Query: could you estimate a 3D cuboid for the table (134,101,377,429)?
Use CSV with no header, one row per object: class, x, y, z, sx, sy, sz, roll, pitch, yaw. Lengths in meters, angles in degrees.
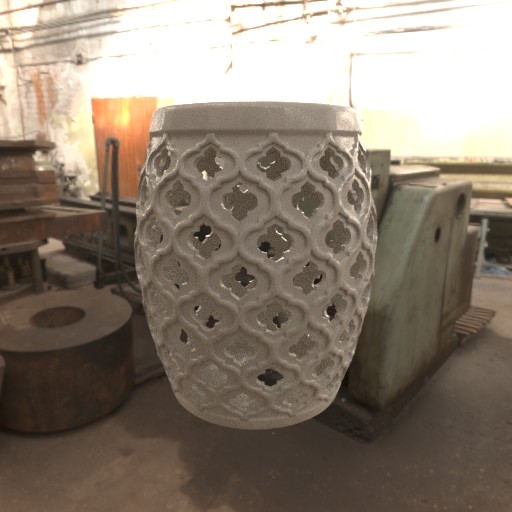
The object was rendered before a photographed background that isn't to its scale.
table,0.000,0.000,0.619,0.325,0.388,0.325,0,14,0
